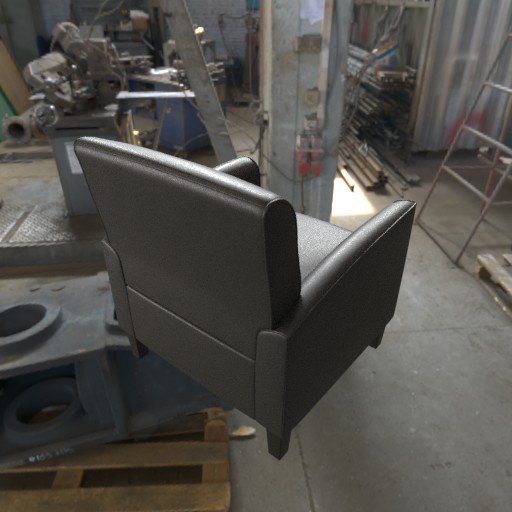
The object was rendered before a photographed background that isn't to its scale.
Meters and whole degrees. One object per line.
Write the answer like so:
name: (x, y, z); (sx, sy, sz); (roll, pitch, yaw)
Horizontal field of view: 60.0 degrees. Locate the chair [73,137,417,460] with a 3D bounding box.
chair: (0.000, 0.000, 1.592); (0.820, 0.916, 0.819); (23, 38, 33)
